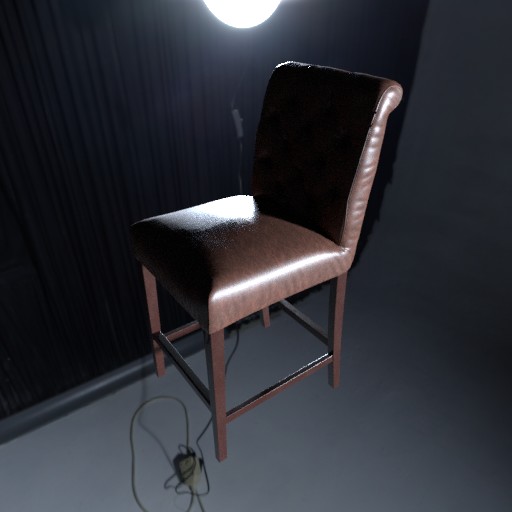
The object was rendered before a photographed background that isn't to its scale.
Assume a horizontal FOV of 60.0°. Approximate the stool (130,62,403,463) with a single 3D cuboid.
[{"bbox_3d":[0.000,0.000,1.440,0.660,1.084,0.486,-21,37,-30],"label":"stool"}]
